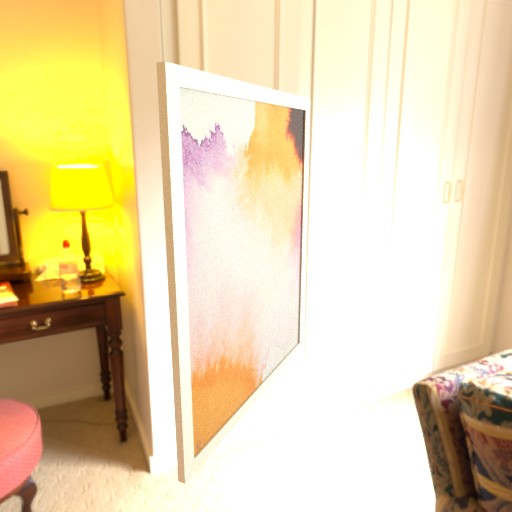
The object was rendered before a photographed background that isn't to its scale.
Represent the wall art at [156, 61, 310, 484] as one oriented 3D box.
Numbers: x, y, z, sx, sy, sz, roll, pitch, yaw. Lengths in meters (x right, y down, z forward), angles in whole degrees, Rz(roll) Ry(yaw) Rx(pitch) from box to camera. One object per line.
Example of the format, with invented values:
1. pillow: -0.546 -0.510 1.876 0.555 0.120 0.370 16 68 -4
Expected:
1. wall art: 0.000 0.000 0.772 0.012 0.557 0.482 7 16 25
